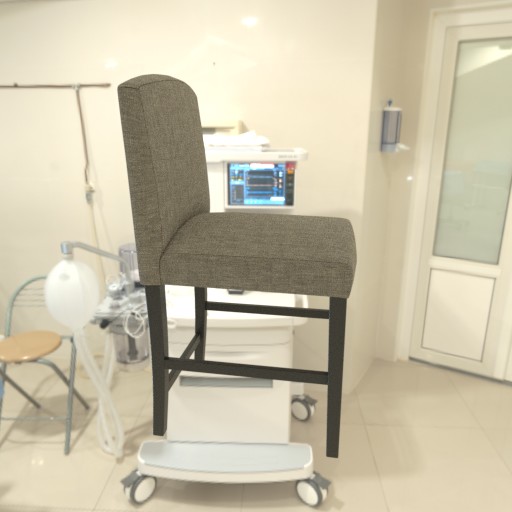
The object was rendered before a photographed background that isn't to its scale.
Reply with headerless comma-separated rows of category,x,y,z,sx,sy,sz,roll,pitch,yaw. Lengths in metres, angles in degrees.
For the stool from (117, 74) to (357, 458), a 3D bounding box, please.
stool,0.000,0.000,1.262,0.552,0.966,0.451,3,17,10
